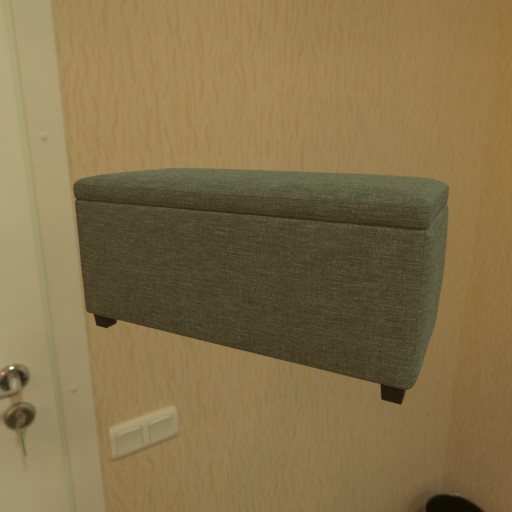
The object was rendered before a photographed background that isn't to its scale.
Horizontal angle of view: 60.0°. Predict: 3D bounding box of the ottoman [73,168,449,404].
[{"bbox_3d":[0.000,0.000,1.173,0.902,0.432,0.419,8,17,26],"label":"ottoman"}]
